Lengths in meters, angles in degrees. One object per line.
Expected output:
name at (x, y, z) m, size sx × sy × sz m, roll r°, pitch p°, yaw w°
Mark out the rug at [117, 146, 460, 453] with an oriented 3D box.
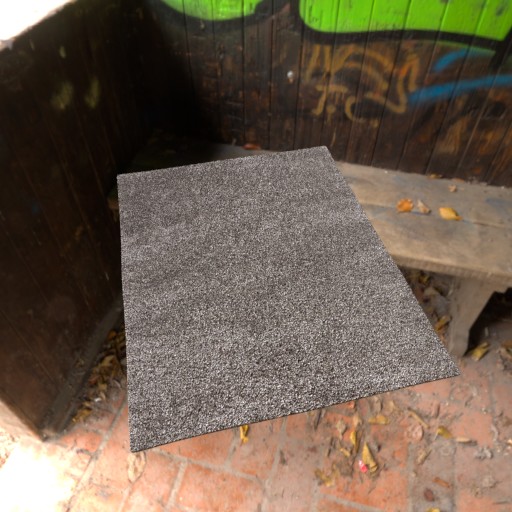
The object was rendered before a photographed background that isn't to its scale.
rug at (0.000, 0.000, 4.060) m, size 2.401 × 0.025 × 3.000 m, roll -10°, pitch 49°, yaw -9°
